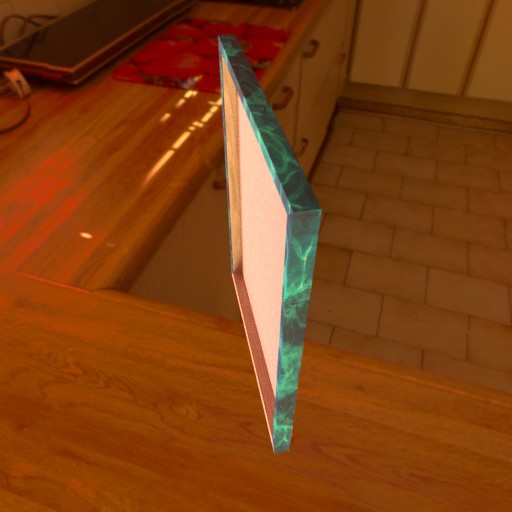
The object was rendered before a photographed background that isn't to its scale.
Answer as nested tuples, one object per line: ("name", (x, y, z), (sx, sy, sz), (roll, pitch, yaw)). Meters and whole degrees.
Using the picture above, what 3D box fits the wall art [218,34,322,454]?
("wall art", (0.000, 0.000, 1.020), (0.038, 0.760, 0.609), (-9, 46, -8))
